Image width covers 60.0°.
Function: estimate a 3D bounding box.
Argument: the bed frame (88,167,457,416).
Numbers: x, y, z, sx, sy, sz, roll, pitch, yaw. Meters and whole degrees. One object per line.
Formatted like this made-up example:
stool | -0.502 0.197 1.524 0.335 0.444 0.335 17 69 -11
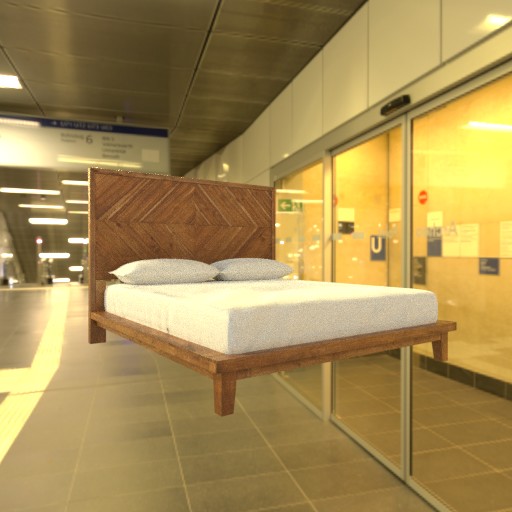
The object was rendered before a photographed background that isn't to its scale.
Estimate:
bed frame | 0.000 0.000 3.580 2.038 1.537 2.235 0 1 -35
